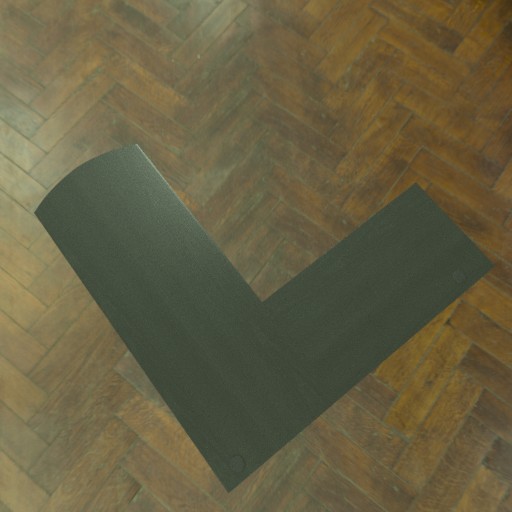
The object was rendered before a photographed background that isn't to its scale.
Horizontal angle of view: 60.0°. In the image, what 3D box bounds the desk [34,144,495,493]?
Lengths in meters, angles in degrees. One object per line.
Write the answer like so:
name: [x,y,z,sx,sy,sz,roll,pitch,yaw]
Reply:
desk: [0.000,0.000,2.103,1.303,0.716,1.361,-37,78,-9]
